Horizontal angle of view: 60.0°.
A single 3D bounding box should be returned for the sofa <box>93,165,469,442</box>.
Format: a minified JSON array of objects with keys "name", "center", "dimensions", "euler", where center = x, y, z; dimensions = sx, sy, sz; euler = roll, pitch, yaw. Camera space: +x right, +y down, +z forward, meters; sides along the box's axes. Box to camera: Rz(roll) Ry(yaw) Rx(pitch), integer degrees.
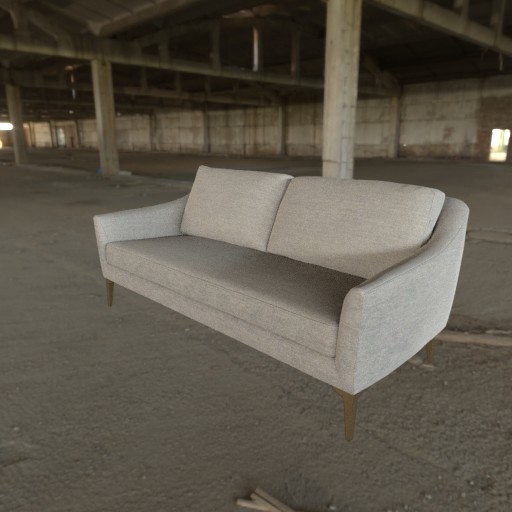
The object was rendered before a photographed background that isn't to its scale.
[{"name":"sofa","center":[0.000,0.000,2.520],"dimensions":[0.980,0.913,2.036],"euler":[-14,21,-42]}]
